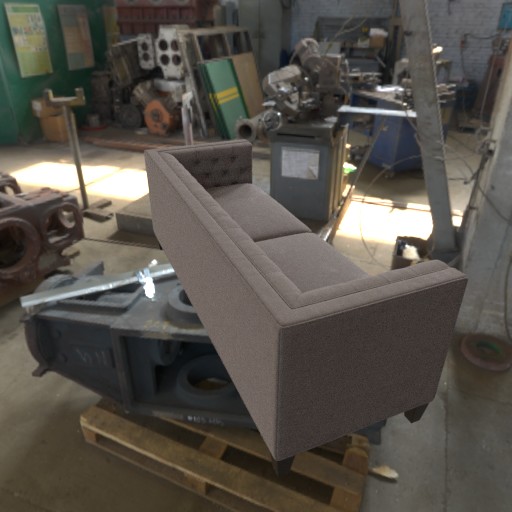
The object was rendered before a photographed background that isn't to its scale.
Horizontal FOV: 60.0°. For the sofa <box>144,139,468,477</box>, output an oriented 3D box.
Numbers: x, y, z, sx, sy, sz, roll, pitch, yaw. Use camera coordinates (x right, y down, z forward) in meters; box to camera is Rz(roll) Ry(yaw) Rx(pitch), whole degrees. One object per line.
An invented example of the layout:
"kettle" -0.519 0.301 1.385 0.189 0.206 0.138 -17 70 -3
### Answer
"sofa" 0.000 0.000 2.526 0.775 0.762 2.159 -12 31 -20
